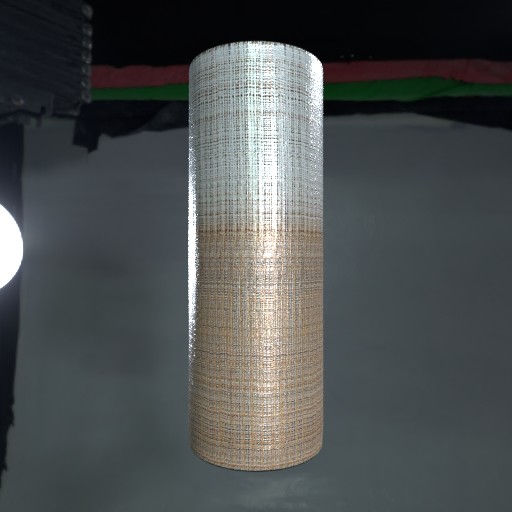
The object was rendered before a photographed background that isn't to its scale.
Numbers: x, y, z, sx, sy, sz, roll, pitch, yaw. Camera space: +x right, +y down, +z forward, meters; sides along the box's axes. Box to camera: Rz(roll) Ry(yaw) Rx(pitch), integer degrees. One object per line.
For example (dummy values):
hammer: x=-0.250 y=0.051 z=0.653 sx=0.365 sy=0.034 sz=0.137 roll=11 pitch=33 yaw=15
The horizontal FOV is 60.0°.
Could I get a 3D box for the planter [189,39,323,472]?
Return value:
planter: x=0.000 y=0.000 z=0.331 sx=0.099 sy=0.278 sz=0.099 roll=0 pitch=0 yaw=0
